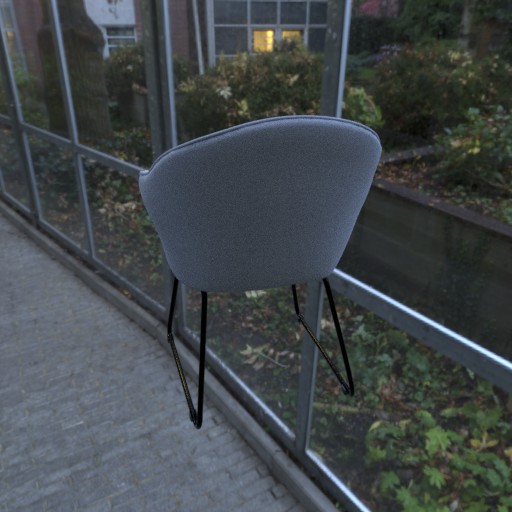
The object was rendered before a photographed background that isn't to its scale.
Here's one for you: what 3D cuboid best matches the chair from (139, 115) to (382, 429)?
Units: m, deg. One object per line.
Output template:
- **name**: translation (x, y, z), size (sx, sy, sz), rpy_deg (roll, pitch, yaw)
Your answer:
- **chair**: translation (0.000, 0.000, 1.211), size (0.570, 0.817, 0.592), rpy_deg (-7, 27, -15)
